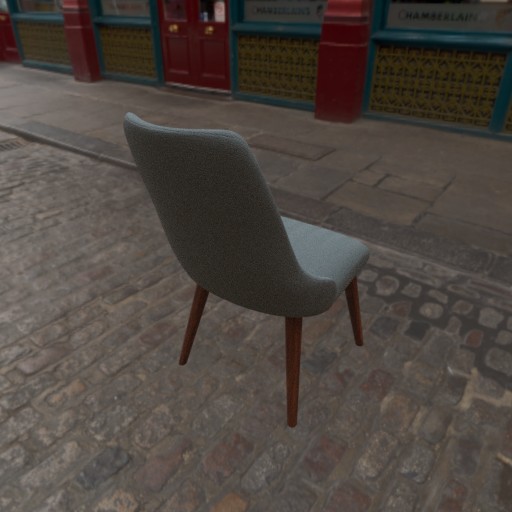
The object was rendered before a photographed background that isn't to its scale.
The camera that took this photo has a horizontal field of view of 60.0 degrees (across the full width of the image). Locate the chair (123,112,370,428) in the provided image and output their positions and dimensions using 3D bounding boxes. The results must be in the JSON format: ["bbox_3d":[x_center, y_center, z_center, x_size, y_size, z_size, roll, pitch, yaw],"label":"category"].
[{"bbox_3d":[0.000,0.000,1.349,0.535,0.918,0.707,20,35,31],"label":"chair"}]
